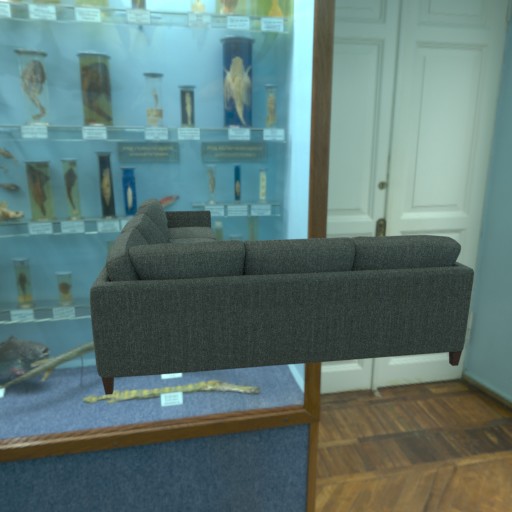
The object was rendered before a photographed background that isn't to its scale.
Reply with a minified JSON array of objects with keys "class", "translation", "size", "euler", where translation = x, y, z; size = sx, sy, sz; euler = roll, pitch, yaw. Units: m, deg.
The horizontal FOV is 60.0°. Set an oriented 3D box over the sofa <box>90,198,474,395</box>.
[{"class":"sofa","translation":[0.000,0.000,4.471],"size":[2.593,0.947,3.302],"euler":[-2,14,-9]}]
